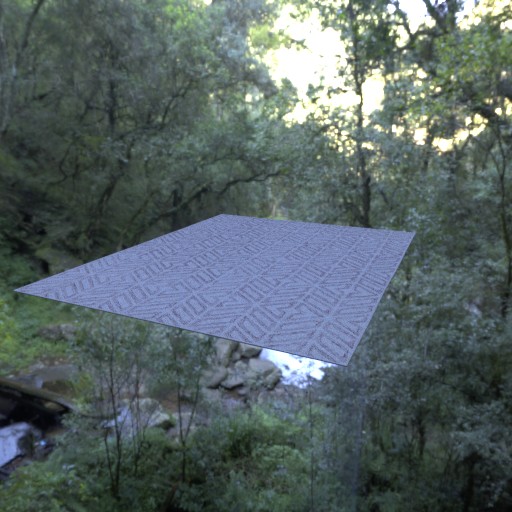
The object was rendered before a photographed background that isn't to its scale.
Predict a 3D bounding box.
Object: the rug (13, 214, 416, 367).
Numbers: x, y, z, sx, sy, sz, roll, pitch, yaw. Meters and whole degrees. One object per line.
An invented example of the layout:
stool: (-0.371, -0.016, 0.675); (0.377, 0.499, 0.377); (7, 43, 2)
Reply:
rug: (0.000, 0.000, 3.997); (2.421, 0.008, 3.045); (8, 18, 24)
